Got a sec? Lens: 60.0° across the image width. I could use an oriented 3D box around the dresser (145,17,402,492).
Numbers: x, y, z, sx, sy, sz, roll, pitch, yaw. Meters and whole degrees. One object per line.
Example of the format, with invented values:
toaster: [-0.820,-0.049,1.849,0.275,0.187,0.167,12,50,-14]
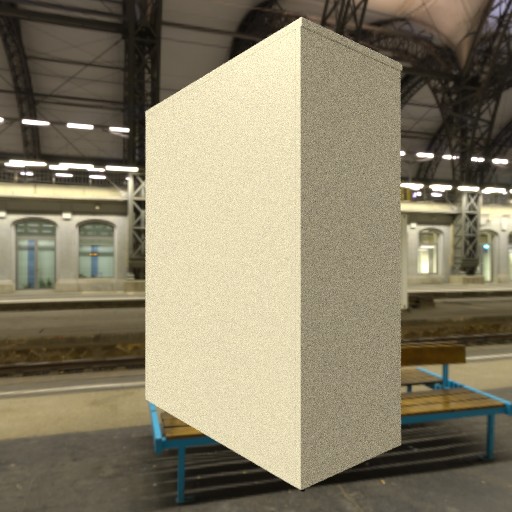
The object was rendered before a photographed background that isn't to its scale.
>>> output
dresser: [0.000,0.000,1.396,0.380,1.040,0.800,0,0,-39]
